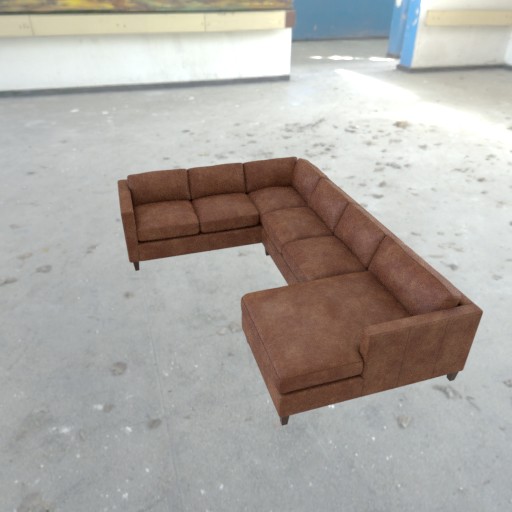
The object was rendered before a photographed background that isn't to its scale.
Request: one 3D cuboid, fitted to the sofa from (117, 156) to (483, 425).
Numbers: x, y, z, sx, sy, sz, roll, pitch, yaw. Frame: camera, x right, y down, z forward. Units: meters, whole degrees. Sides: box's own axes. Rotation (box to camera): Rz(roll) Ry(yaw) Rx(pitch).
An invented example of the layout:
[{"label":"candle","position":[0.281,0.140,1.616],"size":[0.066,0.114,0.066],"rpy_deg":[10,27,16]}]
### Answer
[{"label":"sofa","position":[0.000,0.000,4.401],"size":[2.452,0.888,3.324],"rpy_deg":[-9,33,-14]}]
